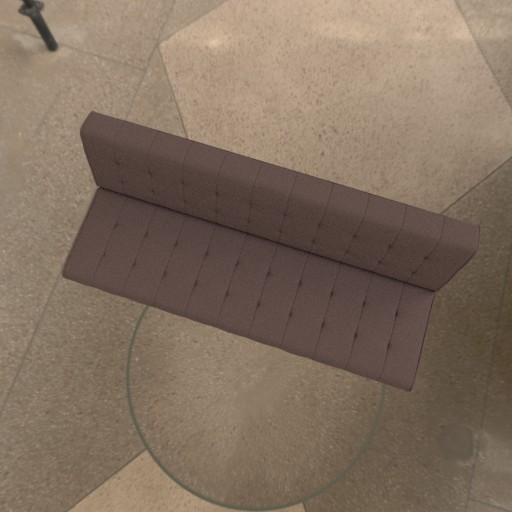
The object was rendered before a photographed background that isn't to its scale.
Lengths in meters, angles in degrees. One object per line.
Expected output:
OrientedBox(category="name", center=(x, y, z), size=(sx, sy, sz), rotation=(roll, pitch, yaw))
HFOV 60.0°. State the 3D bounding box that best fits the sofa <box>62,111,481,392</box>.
OrientedBox(category="sofa", center=(0.000, 0.000, 2.088), size=(1.703, 0.699, 0.747), rotation=(17, 77, 4))
